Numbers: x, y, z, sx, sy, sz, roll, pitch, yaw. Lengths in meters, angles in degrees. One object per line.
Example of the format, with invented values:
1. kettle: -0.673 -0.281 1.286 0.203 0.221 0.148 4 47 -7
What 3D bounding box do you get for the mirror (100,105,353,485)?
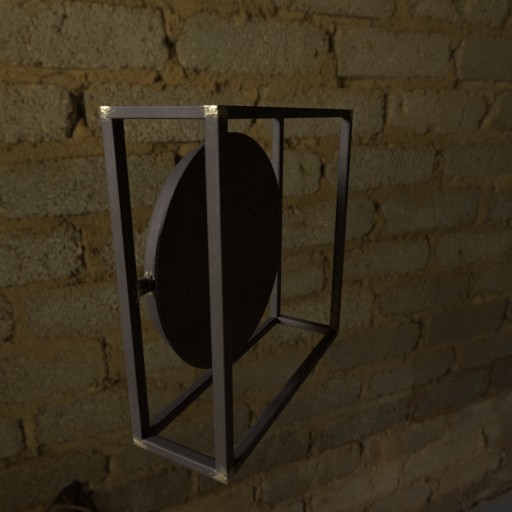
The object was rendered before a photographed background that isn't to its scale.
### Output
1. mirror: 0.000 0.000 0.480 0.107 0.303 0.306 9 20 26
